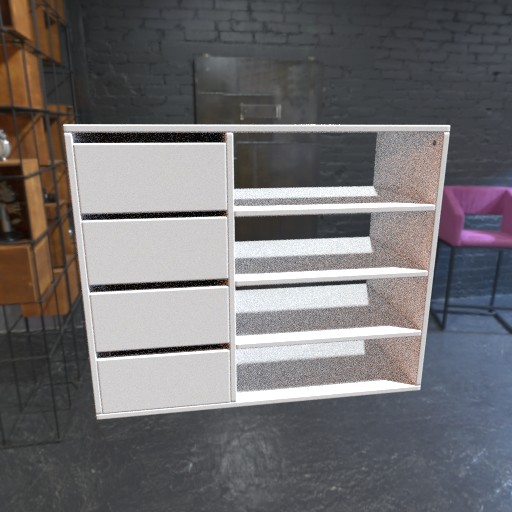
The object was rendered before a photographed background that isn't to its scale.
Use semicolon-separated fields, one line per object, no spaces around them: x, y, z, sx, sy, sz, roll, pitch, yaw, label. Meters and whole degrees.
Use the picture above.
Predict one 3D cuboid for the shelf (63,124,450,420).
0.000;0.000;1.298;0.895;0.732;0.396;-2;16;-8;shelf
